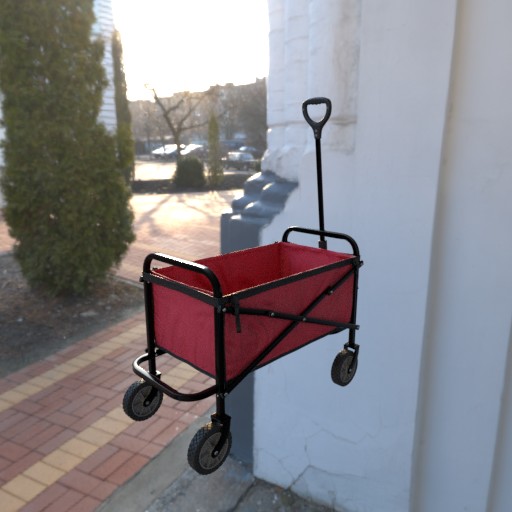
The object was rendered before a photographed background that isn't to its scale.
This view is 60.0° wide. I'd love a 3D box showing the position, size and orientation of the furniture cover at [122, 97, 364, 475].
[{"bbox_3d":[0.000,0.000,1.826,0.532,1.295,1.038,13,19,43],"label":"furniture cover"}]
